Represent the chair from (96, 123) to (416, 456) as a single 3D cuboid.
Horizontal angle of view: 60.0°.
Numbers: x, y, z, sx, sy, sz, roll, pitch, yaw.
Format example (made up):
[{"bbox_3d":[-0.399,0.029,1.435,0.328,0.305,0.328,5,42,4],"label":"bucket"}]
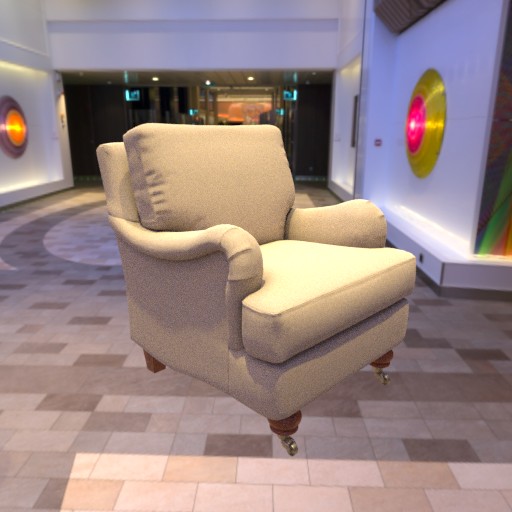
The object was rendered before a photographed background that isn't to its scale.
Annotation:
[{"bbox_3d":[0.000,0.000,1.877,0.895,1.076,1.078,-15,22,-43],"label":"chair"}]
